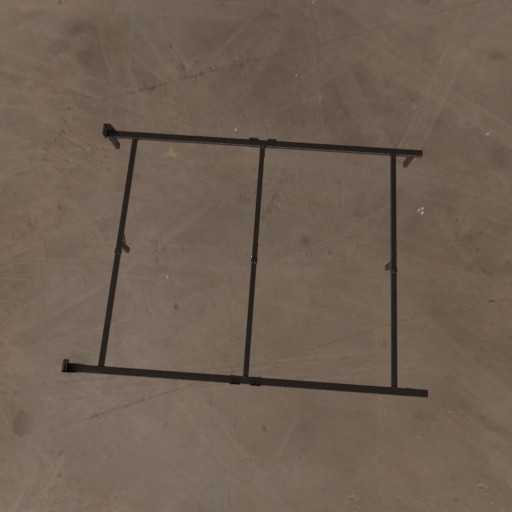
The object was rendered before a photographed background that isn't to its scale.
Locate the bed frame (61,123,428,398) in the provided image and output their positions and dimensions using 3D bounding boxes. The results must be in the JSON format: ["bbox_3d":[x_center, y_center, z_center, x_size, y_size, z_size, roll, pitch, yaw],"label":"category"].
[{"bbox_3d":[0.000,0.000,2.663,1.990,0.248,1.498,4,76,1],"label":"bed frame"}]
